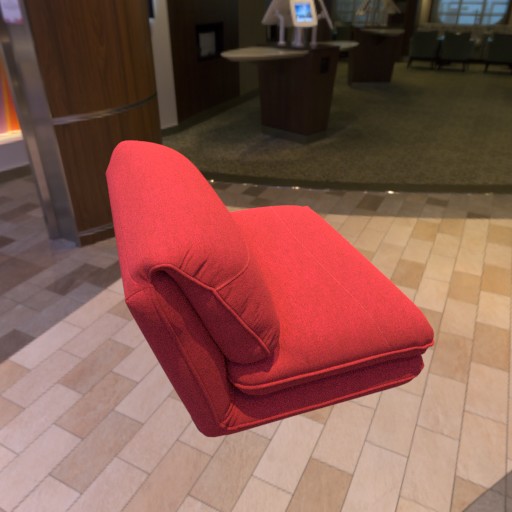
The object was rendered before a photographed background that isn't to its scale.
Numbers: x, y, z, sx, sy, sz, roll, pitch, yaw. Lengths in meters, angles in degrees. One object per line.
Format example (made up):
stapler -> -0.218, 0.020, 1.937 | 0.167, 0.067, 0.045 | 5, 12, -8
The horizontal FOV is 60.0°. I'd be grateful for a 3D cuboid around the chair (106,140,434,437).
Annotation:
chair -> 0.000, 0.000, 1.342 | 0.780, 0.580, 0.820 | -10, 32, -16
